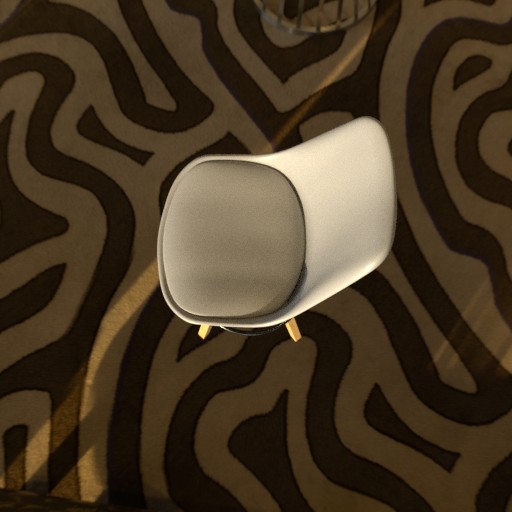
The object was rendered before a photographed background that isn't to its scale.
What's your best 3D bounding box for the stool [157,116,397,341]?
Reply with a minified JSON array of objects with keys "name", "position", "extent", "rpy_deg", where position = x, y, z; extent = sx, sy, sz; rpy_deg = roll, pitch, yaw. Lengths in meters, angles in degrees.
[{"name":"stool","position":[0.000,0.000,1.385],"extent":[0.550,1.115,0.485],"rpy_deg":[2,75,0]}]
